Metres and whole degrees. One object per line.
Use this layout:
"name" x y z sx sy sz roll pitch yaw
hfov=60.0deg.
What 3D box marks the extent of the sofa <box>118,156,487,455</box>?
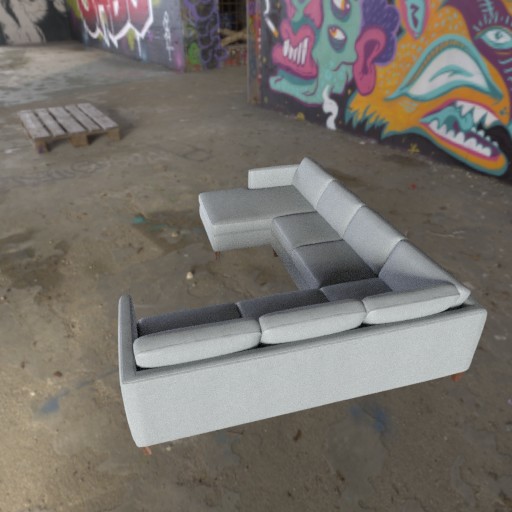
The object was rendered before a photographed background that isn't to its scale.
"sofa" 0.000 0.000 4.275 2.551 0.853 3.238 -8 32 -13
